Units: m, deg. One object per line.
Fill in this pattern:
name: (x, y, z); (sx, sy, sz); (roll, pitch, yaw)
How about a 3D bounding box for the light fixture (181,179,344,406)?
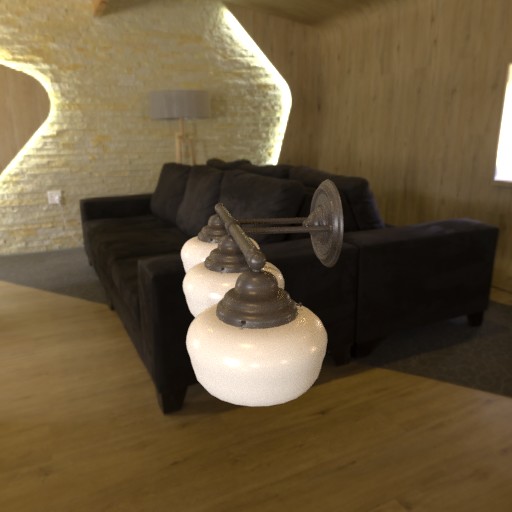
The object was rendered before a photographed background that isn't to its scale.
light fixture: (0.000, 0.000, 0.720); (0.239, 0.242, 0.587); (-3, 14, -10)
